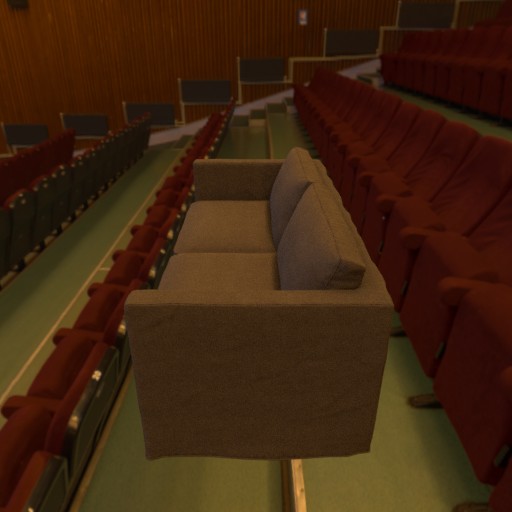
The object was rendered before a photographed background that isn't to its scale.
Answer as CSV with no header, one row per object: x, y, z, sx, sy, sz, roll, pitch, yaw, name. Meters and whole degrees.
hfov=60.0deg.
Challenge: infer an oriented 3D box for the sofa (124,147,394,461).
0.000,0.000,2.472,0.953,0.855,1.982,0,26,0,sofa
